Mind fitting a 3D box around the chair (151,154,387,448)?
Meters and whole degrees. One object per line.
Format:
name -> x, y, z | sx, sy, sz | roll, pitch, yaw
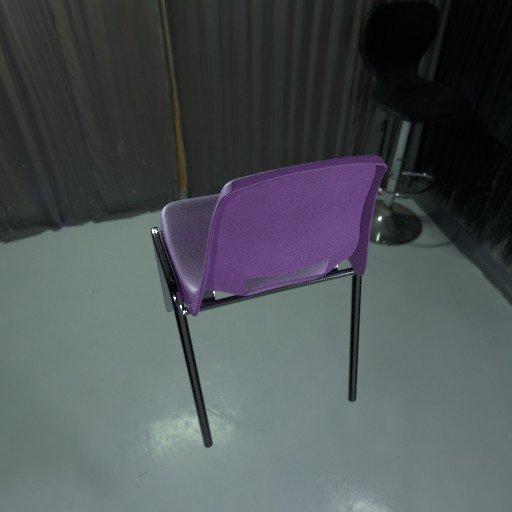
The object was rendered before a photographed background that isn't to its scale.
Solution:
chair -> 0.000, 0.000, 0.888 | 0.381, 0.654, 0.432 | -12, 44, -13
